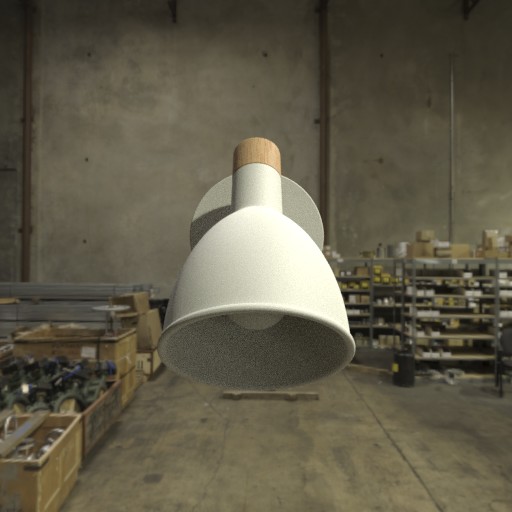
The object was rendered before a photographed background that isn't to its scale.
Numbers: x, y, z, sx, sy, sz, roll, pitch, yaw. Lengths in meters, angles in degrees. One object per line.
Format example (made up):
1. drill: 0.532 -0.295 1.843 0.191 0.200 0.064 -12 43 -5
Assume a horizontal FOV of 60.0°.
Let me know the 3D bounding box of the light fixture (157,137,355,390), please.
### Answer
1. light fixture: 0.000 0.000 0.334 0.127 0.199 0.209 0 -1 0
